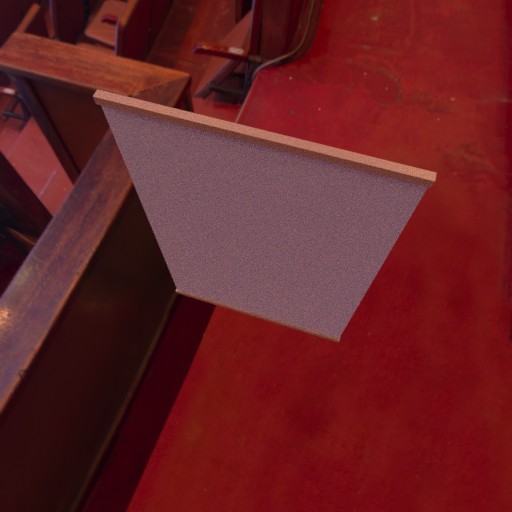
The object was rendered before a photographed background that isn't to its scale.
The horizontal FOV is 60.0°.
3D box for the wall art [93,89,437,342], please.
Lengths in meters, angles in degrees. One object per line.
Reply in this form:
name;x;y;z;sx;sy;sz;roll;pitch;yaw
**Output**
wall art;0.000;0.000;1.908;0.990;1.519;0.030;16;64;8
